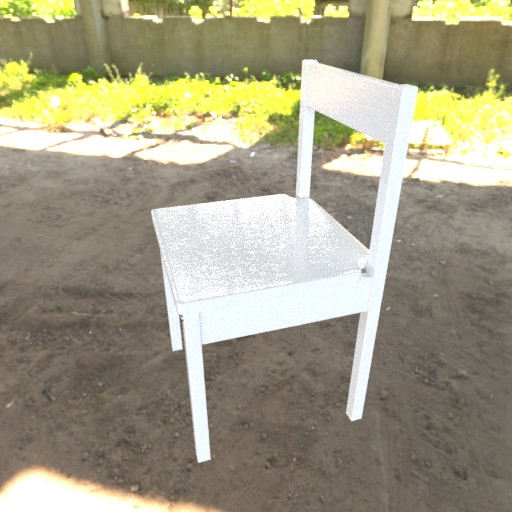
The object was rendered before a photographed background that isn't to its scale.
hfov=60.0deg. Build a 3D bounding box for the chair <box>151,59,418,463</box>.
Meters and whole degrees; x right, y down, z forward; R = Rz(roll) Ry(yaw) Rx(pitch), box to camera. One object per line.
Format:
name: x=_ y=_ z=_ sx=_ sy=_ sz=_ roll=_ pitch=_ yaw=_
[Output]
chair: x=0.000 y=0.000 z=0.875 sx=0.361 sy=0.668 sz=0.367 roll=-9 pitch=31 yaw=-15
